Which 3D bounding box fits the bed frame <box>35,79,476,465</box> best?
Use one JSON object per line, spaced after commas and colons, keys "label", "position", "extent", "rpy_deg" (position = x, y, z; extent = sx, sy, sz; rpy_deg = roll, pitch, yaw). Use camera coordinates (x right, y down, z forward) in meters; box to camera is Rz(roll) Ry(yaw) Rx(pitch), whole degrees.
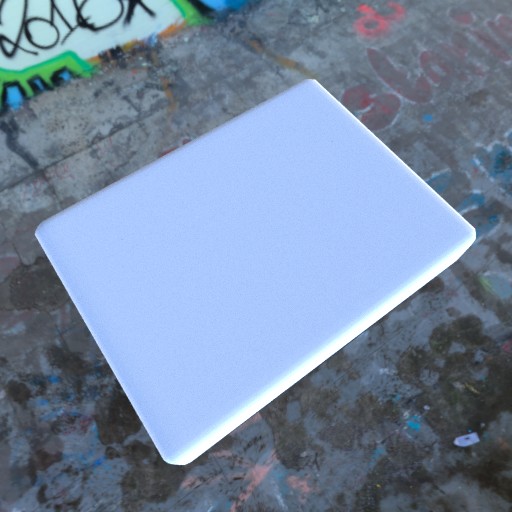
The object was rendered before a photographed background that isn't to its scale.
{"label": "bed frame", "position": [0.000, 0.000, 2.772], "extent": [2.037, 0.677, 1.528], "rpy_deg": [-33, 68, -15]}
